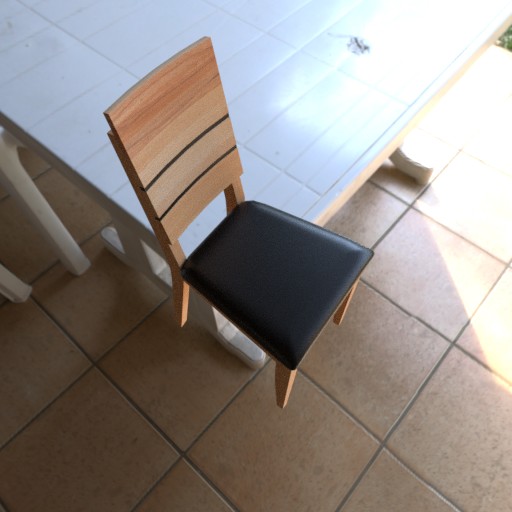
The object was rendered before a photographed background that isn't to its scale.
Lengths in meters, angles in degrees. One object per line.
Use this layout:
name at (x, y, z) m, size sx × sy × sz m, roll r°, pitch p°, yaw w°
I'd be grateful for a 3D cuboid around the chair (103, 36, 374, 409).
chair at (0.000, 0.000, 1.203) m, size 0.520 × 0.940 × 0.410 m, roll 32°, pitch 63°, yaw 18°
